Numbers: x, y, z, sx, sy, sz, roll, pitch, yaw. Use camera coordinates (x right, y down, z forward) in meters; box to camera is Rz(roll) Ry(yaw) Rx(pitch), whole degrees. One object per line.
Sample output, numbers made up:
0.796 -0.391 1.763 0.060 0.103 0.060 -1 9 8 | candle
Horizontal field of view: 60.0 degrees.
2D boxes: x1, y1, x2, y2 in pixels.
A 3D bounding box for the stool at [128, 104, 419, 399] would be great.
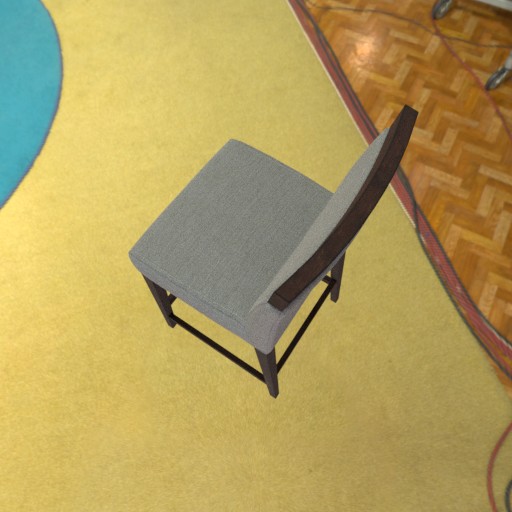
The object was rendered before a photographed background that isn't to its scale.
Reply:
0.000 0.000 1.323 0.531 1.009 0.512 31 67 15 | stool
